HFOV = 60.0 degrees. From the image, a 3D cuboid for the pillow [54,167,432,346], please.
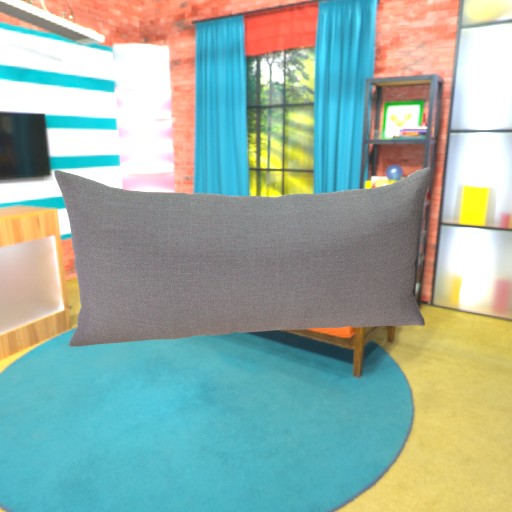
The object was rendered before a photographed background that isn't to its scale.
[{"bbox_3d":[0.000,0.000,0.746,0.631,0.290,0.148,-2,14,-8],"label":"pillow"}]
